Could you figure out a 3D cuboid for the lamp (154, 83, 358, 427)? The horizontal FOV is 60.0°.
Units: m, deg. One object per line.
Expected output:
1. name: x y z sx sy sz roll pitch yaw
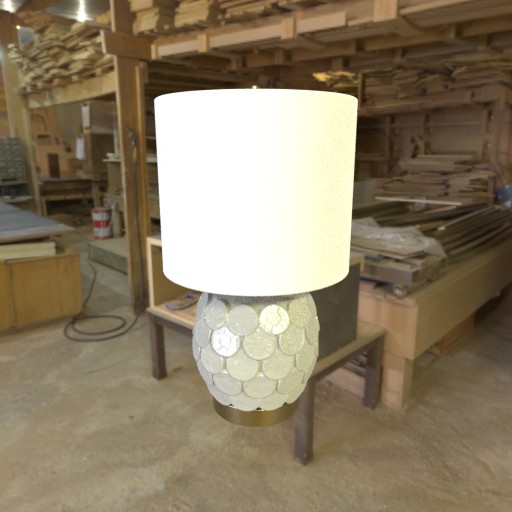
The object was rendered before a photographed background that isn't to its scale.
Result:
1. lamp: 0.000 0.000 0.617 0.254 0.452 0.254 0 14 0
